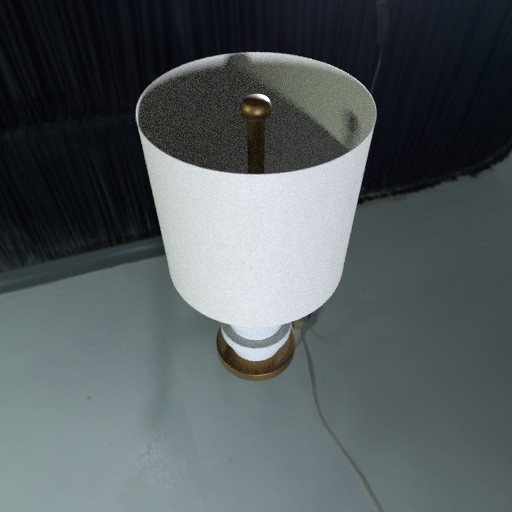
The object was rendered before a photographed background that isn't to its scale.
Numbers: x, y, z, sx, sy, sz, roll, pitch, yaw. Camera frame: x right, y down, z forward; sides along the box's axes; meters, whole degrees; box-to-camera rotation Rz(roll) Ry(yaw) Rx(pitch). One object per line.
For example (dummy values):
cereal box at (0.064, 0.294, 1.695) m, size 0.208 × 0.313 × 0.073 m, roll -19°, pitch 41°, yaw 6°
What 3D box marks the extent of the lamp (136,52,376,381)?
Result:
lamp at (0.000, 0.000, 0.539) m, size 0.210 × 0.410 × 0.210 m, roll -17°, pitch 50°, yaw -15°
